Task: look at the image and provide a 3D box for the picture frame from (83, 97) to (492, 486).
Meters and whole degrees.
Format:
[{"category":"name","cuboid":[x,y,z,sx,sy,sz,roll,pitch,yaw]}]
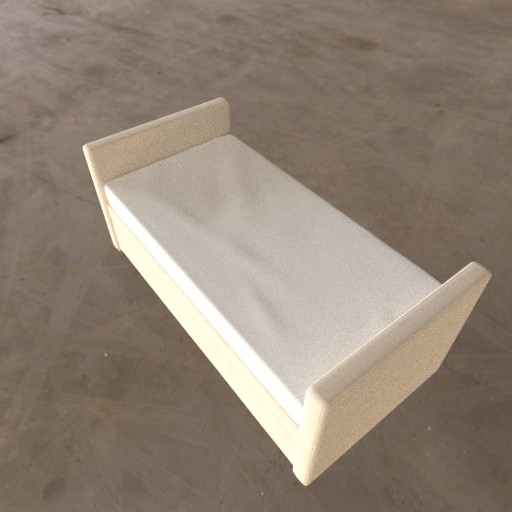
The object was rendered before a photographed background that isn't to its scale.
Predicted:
[{"category":"picture frame","cuboid":[0.000,0.000,2.689,1.069,0.891,2.161,-29,53,-25]}]
